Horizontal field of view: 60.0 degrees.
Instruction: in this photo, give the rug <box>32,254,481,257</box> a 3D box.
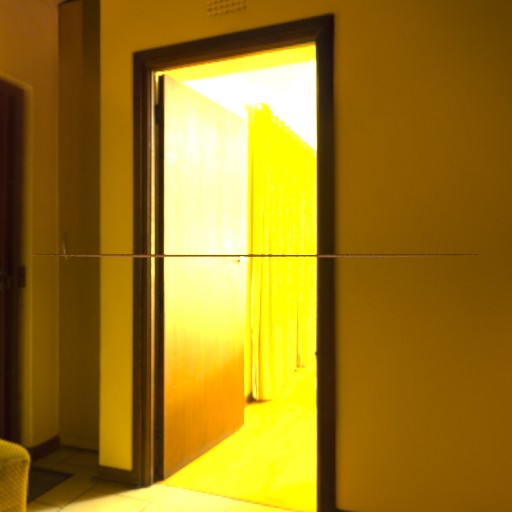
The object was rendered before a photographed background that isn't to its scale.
[{"bbox_3d":[0.000,0.000,3.566,2.651,0.010,1.971,0,0,0],"label":"rug"}]
